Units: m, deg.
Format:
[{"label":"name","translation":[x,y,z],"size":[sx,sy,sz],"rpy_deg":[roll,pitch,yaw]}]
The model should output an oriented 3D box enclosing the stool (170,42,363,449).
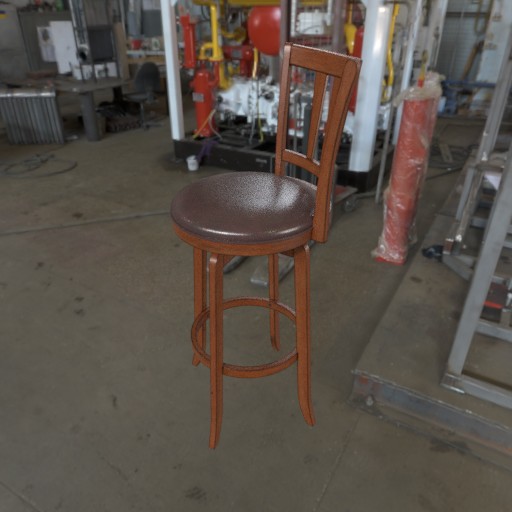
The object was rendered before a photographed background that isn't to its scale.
[{"label":"stool","translation":[0.000,0.000,1.395],"size":[0.503,1.177,0.464],"rpy_deg":[-8,31,-13]}]
